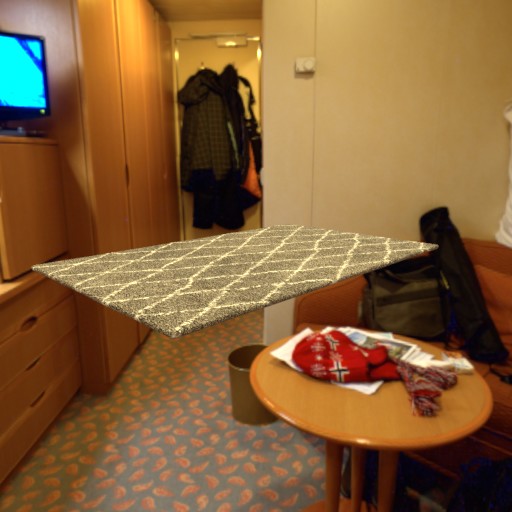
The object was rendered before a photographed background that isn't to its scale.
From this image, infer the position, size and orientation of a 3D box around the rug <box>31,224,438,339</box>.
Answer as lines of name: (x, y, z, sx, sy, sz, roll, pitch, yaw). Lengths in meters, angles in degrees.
rug: (0.000, 0.000, 3.066, 1.524, 0.030, 2.438, 12, 18, 43)
